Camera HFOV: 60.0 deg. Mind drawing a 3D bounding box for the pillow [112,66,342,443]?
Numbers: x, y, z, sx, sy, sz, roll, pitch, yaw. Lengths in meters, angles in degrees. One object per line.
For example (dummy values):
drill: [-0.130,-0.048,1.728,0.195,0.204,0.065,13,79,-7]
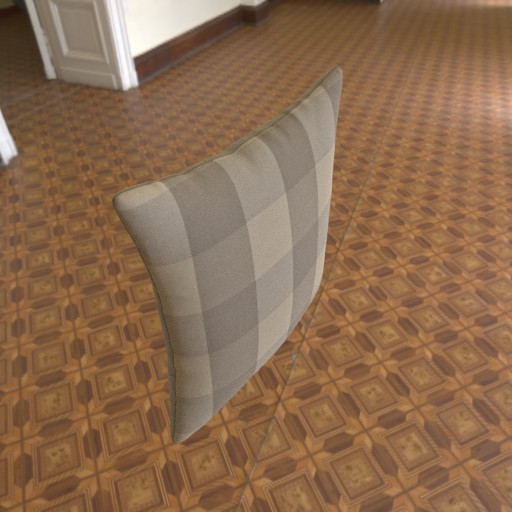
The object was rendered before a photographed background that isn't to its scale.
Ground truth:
pillow: [0.000,0.000,0.772,0.161,0.509,0.511,24,46,26]
